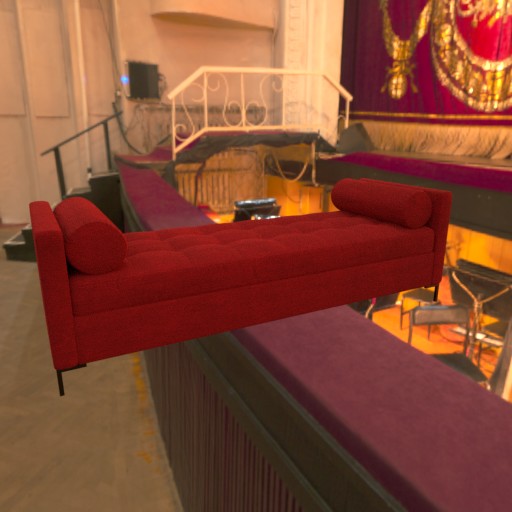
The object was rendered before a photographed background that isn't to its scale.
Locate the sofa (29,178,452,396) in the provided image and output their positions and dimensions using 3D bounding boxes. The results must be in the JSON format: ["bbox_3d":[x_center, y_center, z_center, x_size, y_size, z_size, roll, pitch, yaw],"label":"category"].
[{"bbox_3d":[0.000,0.000,2.250,1.981,0.635,0.686,-8,19,-26],"label":"sofa"}]
